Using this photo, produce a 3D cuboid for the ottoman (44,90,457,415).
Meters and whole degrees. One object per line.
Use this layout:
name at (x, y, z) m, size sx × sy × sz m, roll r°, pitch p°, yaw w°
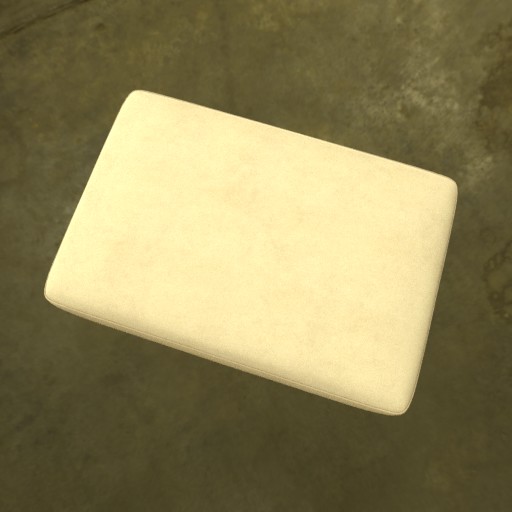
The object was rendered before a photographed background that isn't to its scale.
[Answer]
ottoman at (0.000, 0.000, 1.189) m, size 0.864 × 0.483 × 0.584 m, roll 17°, pitch 77°, yaw 4°
